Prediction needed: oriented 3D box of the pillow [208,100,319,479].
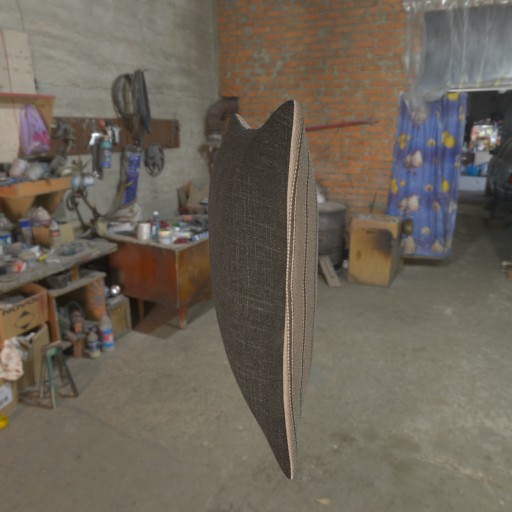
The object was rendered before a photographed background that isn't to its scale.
[{"bbox_3d":[0.000,0.000,0.696,0.138,0.444,0.468,-3,16,-9],"label":"pillow"}]
